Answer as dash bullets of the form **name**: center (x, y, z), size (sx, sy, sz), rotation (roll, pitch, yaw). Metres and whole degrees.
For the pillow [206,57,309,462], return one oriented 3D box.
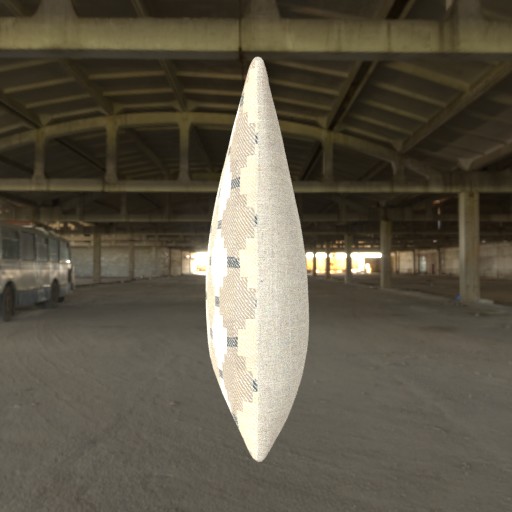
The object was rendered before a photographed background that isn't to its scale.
- **pillow**: center (0.000, 0.000, 0.873), size (0.192, 0.558, 0.578), rotation (0, -1, -1)
